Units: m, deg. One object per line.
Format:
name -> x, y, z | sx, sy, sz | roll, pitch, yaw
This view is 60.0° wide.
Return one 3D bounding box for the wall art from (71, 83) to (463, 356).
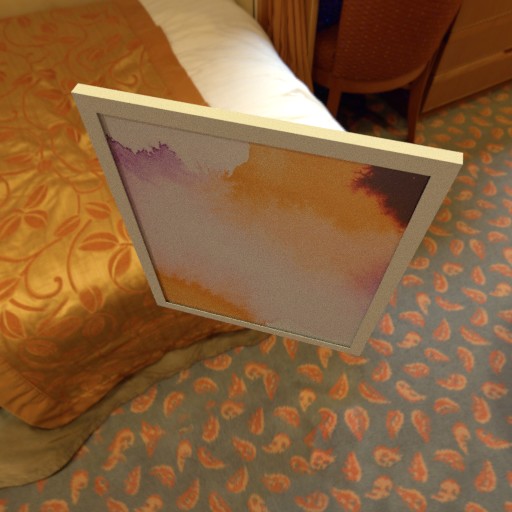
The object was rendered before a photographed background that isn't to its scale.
wall art -> 0.000, 0.000, 1.070 | 0.661, 0.811, 0.026 | 13, 58, 8
